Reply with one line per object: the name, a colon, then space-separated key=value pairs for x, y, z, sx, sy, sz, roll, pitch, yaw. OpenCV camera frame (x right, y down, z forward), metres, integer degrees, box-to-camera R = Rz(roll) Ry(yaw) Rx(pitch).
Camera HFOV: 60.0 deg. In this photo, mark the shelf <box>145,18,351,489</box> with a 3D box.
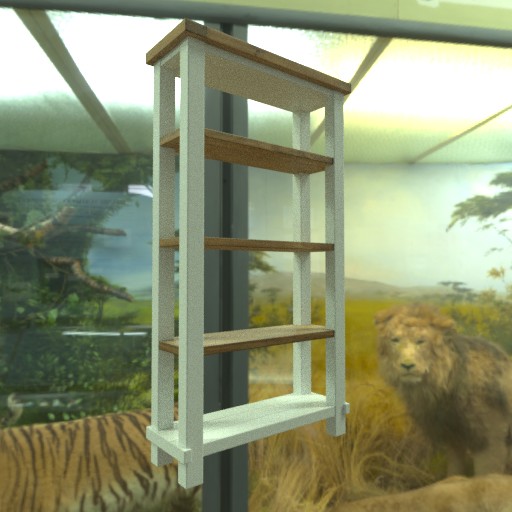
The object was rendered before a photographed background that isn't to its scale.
shelf: x=0.000 y=0.000 z=2.208 sx=1.022 sy=1.878 sz=0.381 roll=1 pitch=-2 yaw=-38
